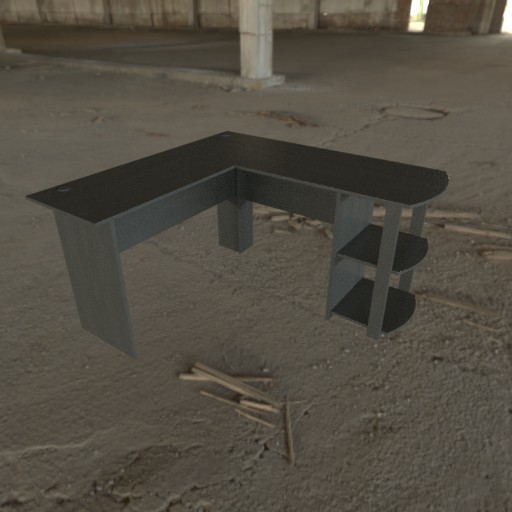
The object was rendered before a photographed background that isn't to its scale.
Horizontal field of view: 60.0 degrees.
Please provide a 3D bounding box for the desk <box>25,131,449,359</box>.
[{"bbox_3d":[0.000,0.000,2.081,1.361,0.716,1.303,19,35,30],"label":"desk"}]
